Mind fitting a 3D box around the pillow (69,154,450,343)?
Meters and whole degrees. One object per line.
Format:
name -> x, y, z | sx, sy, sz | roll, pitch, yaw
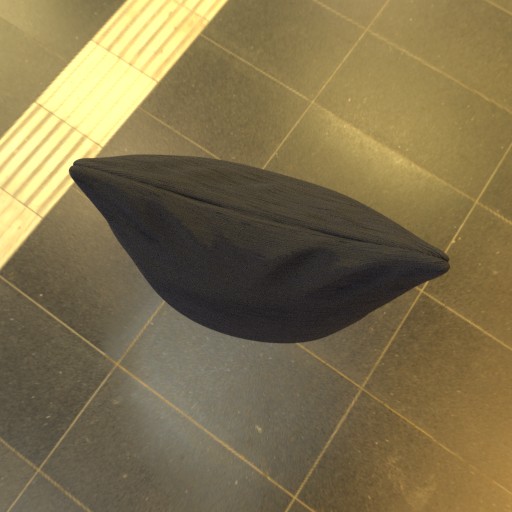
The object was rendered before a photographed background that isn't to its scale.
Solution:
pillow -> 0.000, 0.000, 0.671 | 0.432, 0.414, 0.246 | 15, 77, 3
